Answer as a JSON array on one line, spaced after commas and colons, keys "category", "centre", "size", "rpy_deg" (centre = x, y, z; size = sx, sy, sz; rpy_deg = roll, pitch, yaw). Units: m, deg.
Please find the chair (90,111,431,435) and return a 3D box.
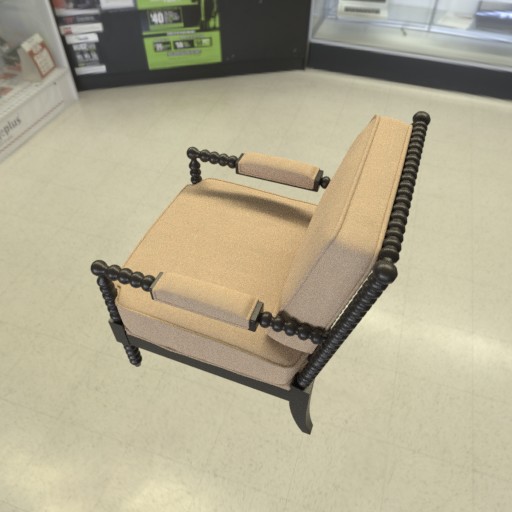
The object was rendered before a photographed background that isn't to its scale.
[{"category": "chair", "centre": [0.000, 0.000, 1.168], "size": [0.657, 0.703, 0.555], "rpy_deg": [16, 50, 14]}]
